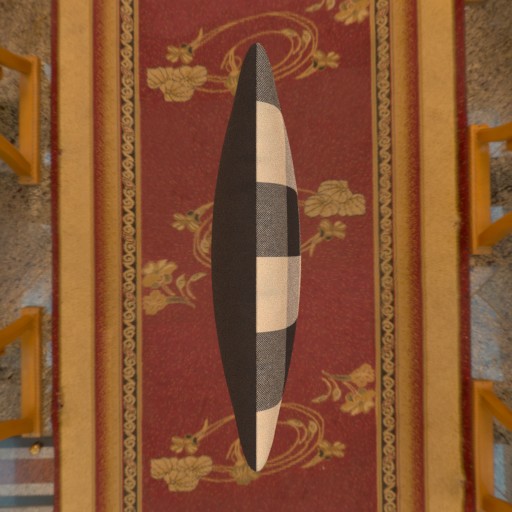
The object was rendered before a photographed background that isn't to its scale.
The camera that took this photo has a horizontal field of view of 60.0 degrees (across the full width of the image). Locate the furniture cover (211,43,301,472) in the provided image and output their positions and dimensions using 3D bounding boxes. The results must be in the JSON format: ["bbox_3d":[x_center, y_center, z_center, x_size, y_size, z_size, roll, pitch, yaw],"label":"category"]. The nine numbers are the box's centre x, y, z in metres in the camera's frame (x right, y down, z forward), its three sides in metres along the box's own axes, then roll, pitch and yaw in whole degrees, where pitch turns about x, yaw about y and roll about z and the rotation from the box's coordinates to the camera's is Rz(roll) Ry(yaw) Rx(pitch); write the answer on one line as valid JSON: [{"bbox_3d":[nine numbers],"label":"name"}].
[{"bbox_3d":[0.000,0.000,0.777,0.161,0.509,0.511,0,91,0],"label":"furniture cover"}]
